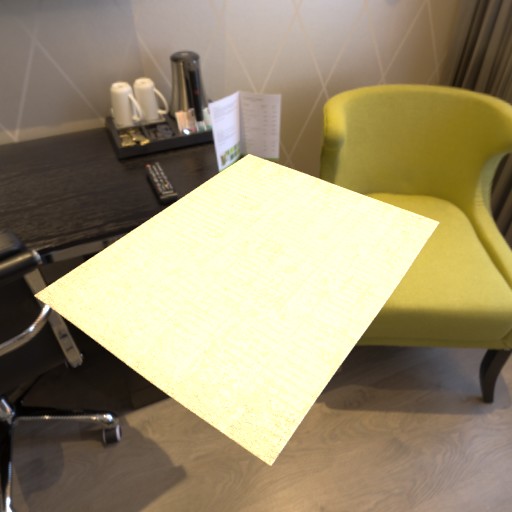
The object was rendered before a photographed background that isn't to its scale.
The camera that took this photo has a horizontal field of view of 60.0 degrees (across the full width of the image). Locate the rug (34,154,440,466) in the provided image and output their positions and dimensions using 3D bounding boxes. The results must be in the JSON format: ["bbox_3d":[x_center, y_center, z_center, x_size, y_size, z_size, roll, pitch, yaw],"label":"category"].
[{"bbox_3d":[0.000,0.000,4.148,2.447,0.014,3.061,26,47,26],"label":"rug"}]
